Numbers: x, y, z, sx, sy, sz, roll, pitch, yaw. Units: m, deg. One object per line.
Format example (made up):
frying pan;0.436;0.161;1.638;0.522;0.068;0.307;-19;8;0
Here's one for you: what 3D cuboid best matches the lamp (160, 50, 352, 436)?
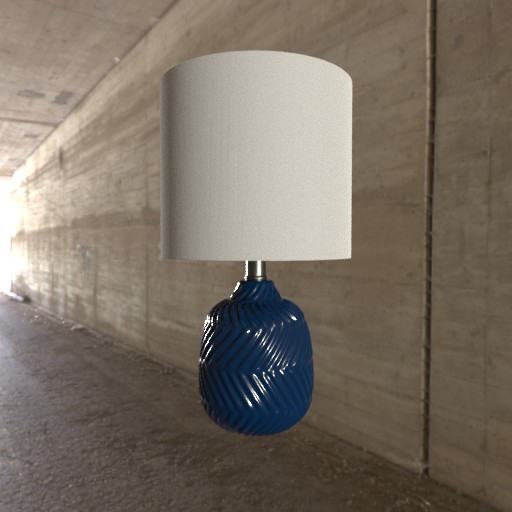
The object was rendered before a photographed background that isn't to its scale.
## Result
lamp;0.000;0.000;0.484;0.203;0.368;0.203;1;2;18
